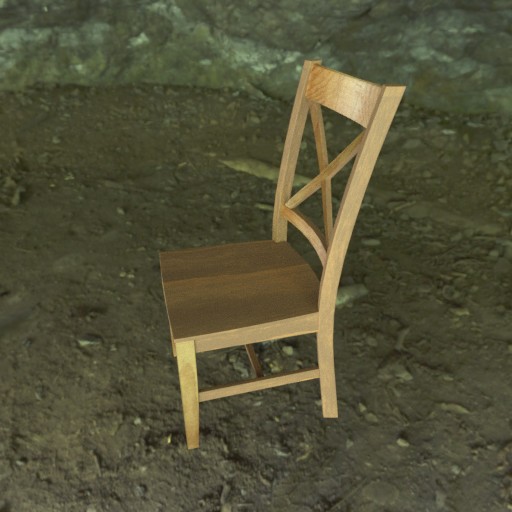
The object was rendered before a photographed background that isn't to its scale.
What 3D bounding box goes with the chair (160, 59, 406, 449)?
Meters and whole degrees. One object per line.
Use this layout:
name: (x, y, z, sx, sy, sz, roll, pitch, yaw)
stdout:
chair: (0.000, 0.000, 1.281, 0.542, 0.983, 0.485, -8, 31, -13)
